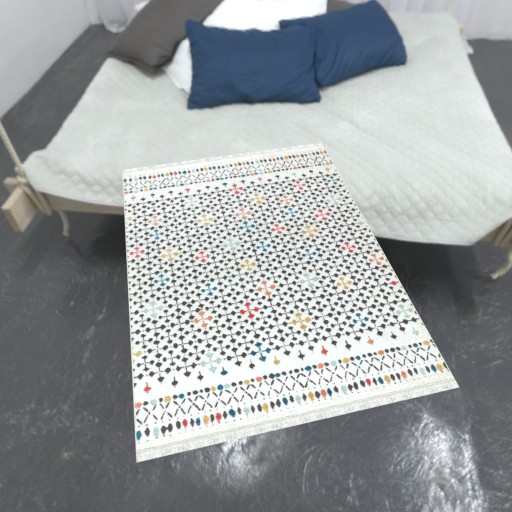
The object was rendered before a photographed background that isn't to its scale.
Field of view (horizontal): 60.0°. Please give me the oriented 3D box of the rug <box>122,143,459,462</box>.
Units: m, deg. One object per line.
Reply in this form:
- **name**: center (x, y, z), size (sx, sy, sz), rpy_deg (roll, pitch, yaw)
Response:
- **rug**: center (0.000, 0.000, 4.135), size (2.354, 0.007, 3.196), rpy_deg (-10, 49, -9)
